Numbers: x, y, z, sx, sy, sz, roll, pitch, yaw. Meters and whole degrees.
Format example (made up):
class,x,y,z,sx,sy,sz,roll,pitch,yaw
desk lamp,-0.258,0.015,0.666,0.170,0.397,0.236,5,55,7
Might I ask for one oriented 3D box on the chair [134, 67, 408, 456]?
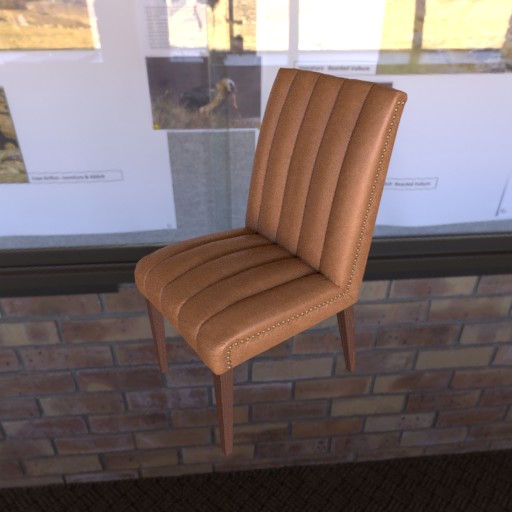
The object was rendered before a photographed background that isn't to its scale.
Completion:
class,x,y,z,sx,sy,sz,roll,pitch,yaw
chair,0.000,0.000,1.401,0.647,1.016,0.511,-21,37,-31
